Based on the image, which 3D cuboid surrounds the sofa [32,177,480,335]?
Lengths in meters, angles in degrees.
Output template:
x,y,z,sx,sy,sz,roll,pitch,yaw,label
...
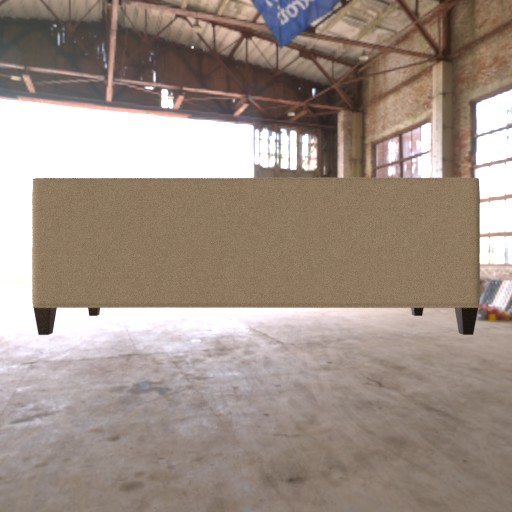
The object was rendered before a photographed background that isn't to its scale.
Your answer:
x,y,z,sx,sy,sz,roll,pitch,yaw,label
0.000,0.000,2.505,2.159,0.762,0.775,0,0,0,sofa
